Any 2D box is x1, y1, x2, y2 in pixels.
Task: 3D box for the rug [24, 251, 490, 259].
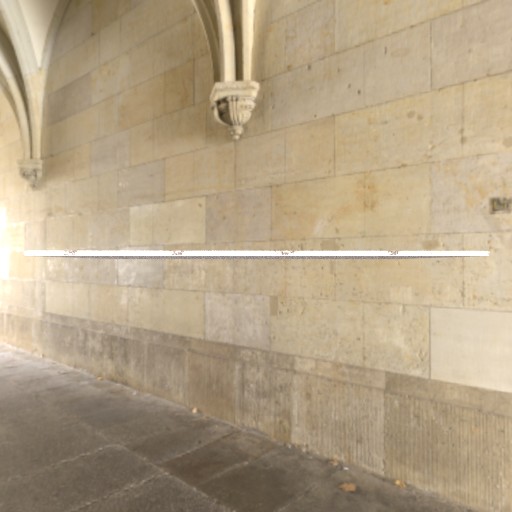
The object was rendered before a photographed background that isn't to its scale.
[{"bbox_3d":[0.000,0.000,3.475,2.743,0.030,1.778,0,-1,-1],"label":"rug"}]
